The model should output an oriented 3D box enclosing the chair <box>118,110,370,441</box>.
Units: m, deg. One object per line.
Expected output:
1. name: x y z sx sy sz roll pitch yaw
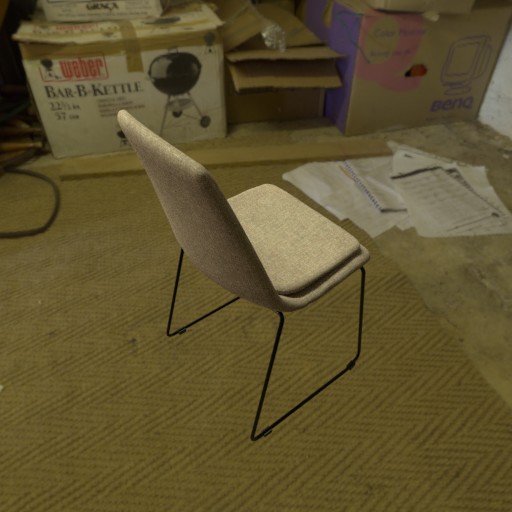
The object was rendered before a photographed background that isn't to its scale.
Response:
1. chair: 0.000 0.000 1.178 0.518 0.858 0.479 -27 48 -28
